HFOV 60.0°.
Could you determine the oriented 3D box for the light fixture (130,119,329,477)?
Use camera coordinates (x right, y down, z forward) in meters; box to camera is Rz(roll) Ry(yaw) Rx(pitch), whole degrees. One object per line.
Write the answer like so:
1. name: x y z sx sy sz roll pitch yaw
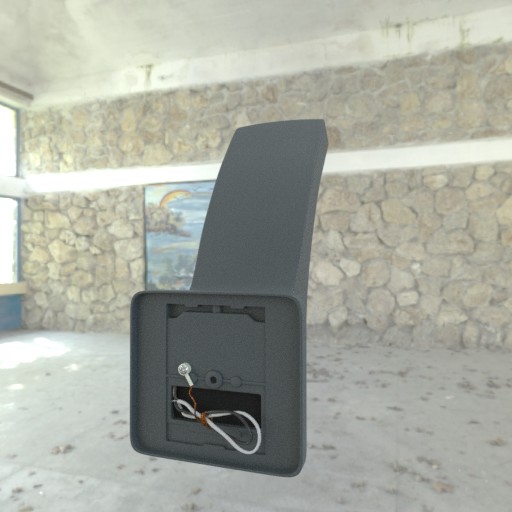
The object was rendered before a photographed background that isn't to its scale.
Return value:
1. light fixture: 0.000 0.000 0.334 0.108 0.243 0.174 0 -1 19
